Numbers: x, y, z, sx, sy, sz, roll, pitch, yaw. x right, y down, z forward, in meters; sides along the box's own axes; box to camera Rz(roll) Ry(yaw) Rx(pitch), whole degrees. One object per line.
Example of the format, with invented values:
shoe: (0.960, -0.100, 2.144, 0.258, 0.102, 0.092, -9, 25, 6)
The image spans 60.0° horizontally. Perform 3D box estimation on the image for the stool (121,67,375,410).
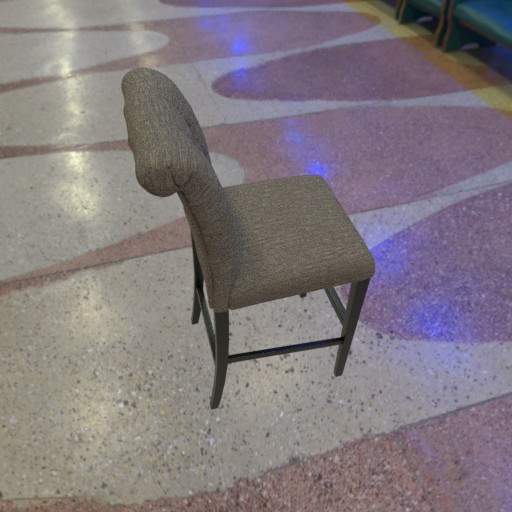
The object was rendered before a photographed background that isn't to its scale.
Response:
stool: (0.000, 0.000, 1.439, 0.613, 1.131, 0.452, -12, 48, -11)
